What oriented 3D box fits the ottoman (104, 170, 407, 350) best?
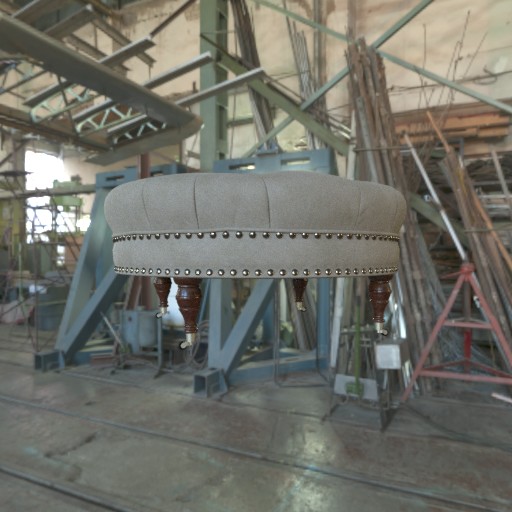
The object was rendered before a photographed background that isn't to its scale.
[{"bbox_3d":[0.000,0.000,1.390,0.901,0.439,0.901,0,0,0],"label":"ottoman"}]
